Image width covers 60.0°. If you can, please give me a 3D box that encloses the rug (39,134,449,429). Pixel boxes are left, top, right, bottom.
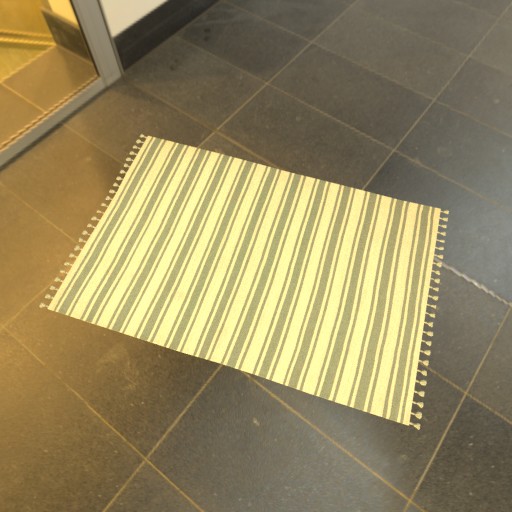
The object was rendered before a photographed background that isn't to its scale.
[{"bbox_3d":[0.000,0.000,2.985,2.410,0.011,1.539,16,63,8],"label":"rug"}]
